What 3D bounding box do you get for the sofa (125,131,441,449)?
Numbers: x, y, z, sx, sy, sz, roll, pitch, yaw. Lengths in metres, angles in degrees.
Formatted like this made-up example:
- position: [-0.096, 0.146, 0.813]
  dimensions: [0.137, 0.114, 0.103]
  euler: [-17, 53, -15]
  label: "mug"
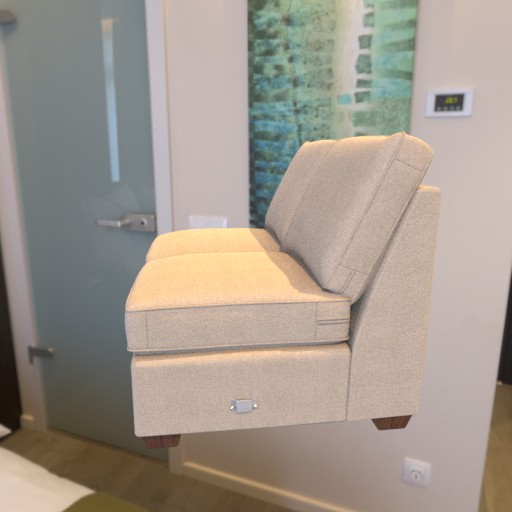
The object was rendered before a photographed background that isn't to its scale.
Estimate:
- position: [0.000, 0.000, 1.942]
  dimensions: [0.978, 1.006, 1.232]
  euler: [-2, 13, -8]
  label: "sofa"
